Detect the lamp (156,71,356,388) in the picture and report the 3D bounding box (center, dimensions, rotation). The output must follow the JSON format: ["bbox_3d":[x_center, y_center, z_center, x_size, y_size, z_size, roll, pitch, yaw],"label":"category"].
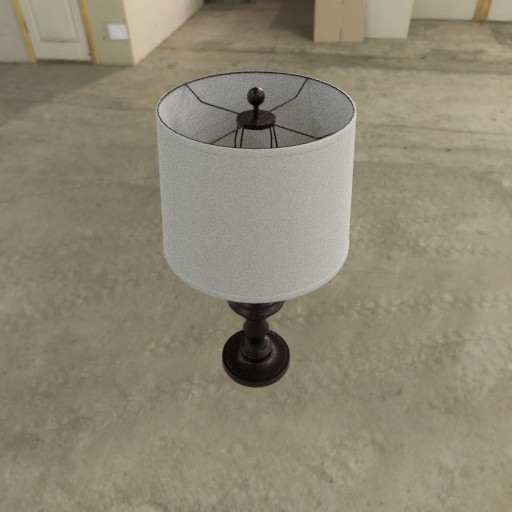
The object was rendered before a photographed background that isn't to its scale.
[{"bbox_3d":[0.000,0.000,0.963,0.383,0.726,0.383,0,40,0],"label":"lamp"}]
